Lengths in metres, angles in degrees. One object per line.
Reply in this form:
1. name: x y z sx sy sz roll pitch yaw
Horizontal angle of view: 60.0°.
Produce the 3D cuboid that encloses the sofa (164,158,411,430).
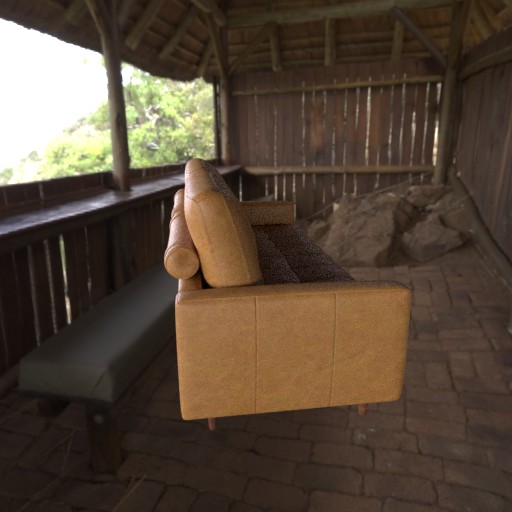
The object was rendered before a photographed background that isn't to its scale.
1. sofa: 0.000 0.000 2.294 0.850 0.898 1.821 -2 17 -8
